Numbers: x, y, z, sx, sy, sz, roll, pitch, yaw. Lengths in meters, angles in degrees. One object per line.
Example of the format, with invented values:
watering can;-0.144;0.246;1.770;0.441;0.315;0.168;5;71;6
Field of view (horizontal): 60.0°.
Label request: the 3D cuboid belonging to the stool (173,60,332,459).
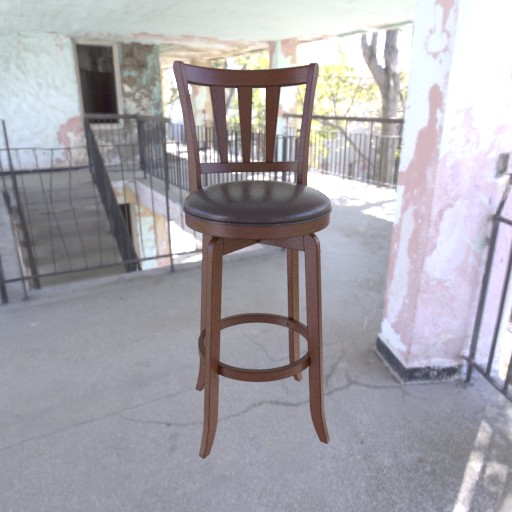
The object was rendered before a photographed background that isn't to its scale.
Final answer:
stool;0.000;0.000;1.429;0.464;1.177;0.503;-3;19;-9
